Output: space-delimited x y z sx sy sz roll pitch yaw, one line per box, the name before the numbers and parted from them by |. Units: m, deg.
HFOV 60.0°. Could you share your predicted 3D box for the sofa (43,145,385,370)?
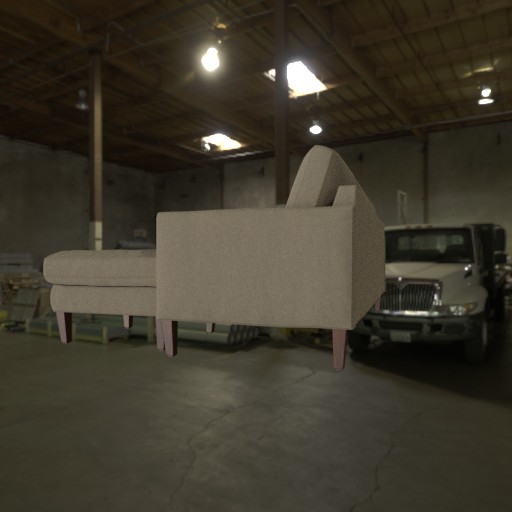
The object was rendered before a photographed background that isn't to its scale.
sofa | 0.000 0.000 2.864 1.506 0.875 2.178 0 -1 19
